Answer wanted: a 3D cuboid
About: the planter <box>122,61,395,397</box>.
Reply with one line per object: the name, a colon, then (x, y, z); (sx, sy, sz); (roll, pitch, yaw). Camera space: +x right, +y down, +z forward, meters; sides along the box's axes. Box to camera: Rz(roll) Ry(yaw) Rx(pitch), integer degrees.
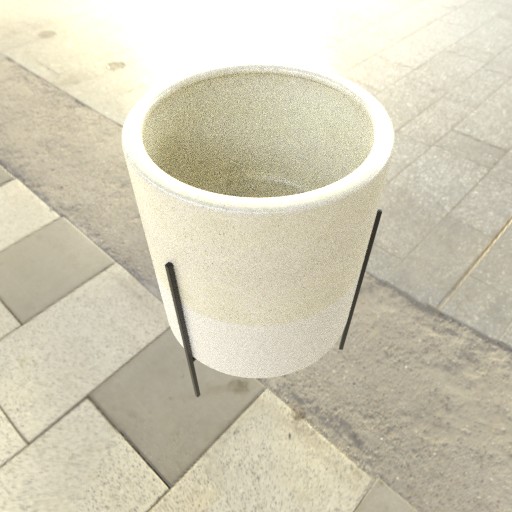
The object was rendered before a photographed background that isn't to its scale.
planter: (0.000, 0.000, 0.708); (0.324, 0.483, 0.333); (32, 56, 26)
